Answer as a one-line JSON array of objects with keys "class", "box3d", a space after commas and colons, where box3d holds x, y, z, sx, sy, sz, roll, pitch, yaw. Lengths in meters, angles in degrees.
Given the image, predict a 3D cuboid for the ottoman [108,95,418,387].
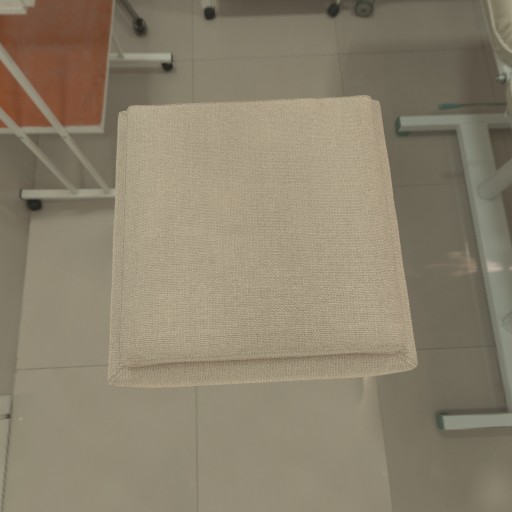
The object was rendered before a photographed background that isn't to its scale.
[{"class": "ottoman", "box3d": [0.000, 0.000, 0.822, 0.450, 0.460, 0.451, -3, 74, -1]}]
